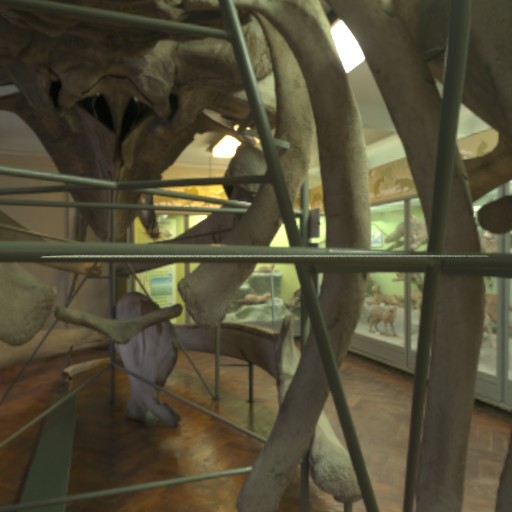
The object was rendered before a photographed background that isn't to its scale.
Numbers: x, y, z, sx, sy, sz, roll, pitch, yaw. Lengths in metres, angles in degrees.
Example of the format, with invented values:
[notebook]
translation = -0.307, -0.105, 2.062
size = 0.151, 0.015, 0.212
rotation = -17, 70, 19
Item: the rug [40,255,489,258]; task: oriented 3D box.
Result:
[rug]
translation = 0.000, 0.000, 3.029
size = 2.448, 0.008, 1.541
rotation = 0, 0, -17
